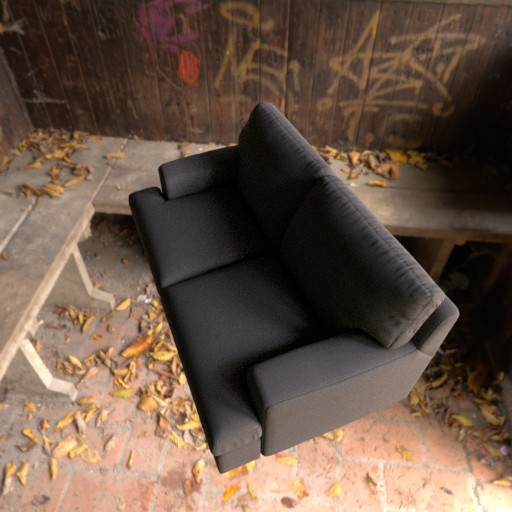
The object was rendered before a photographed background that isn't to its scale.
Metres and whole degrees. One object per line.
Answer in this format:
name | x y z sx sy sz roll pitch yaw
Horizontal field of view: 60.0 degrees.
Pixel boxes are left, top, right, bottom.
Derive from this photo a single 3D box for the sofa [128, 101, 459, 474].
sofa | 0.000 0.000 2.500 1.143 0.940 1.880 -16 48 -15
